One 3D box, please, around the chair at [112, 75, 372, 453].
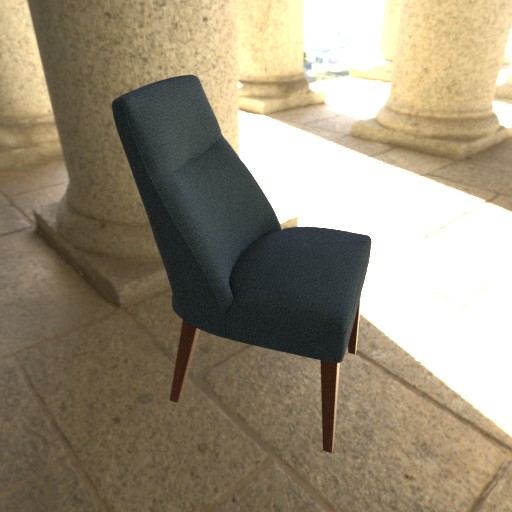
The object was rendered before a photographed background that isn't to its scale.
[{"bbox_3d":[0.000,0.000,1.292,0.620,0.930,0.500,10,32,17],"label":"chair"}]
